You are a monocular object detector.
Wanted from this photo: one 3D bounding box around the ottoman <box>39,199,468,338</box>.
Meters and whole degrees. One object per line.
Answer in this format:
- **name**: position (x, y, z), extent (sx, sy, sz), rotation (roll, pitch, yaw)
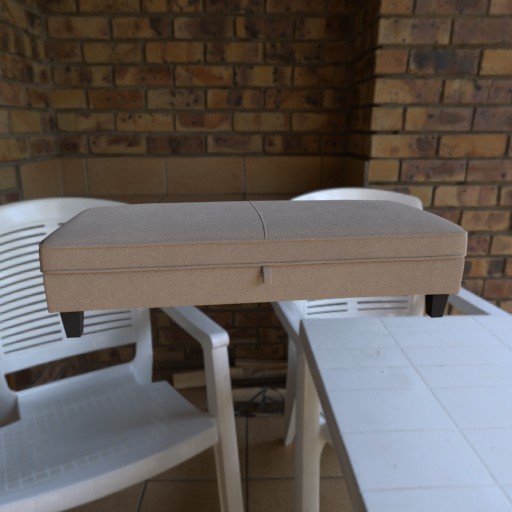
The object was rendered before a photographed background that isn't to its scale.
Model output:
- **ottoman**: position (0.000, 0.000, 2.082), extent (1.726, 0.460, 0.735), rotation (-2, 16, -7)
